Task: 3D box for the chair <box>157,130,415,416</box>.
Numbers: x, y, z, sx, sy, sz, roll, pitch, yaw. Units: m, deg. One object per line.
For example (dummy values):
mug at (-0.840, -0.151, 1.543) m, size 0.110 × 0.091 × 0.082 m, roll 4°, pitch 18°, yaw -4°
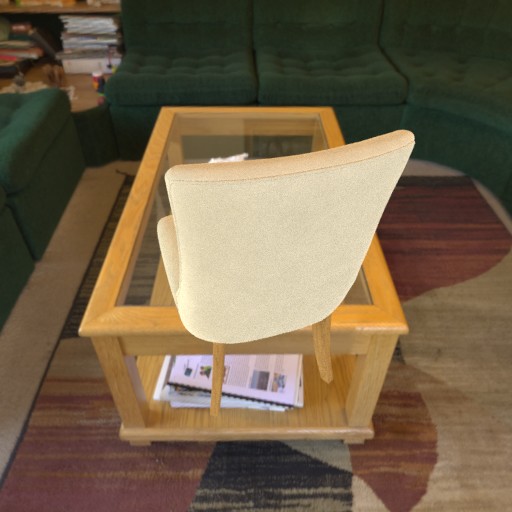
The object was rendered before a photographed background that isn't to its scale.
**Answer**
chair at (0.000, 0.000, 1.245) m, size 0.495 × 0.902 × 0.610 m, roll -12°, pitch 42°, yaw -13°
